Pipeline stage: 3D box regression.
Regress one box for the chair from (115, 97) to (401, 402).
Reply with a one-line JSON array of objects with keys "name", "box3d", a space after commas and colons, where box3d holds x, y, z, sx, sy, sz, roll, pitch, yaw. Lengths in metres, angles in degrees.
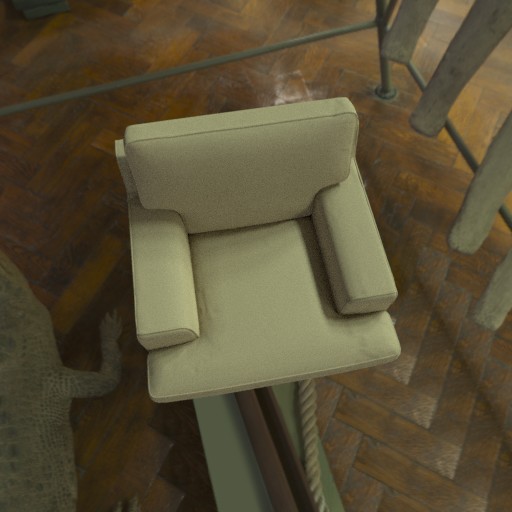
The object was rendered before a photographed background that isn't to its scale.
[{"name": "chair", "box3d": [0.000, 0.000, 2.126, 1.293, 1.005, 1.274, -16, 66, -7]}]
